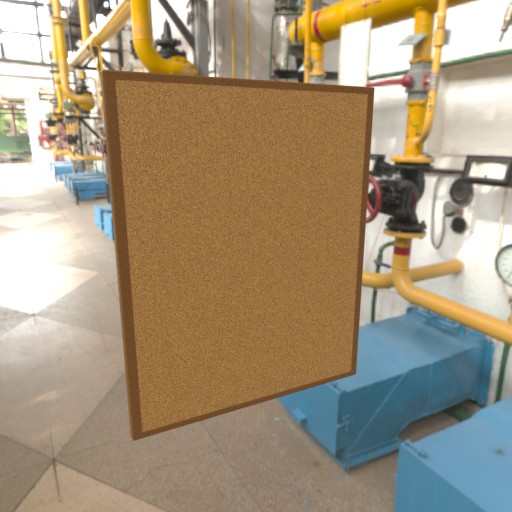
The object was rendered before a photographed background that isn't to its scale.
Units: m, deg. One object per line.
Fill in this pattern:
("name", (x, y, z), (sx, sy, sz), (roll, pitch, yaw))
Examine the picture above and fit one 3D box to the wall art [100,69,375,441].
("wall art", (0.000, 0.000, 0.741), (0.449, 0.550, 0.021), (-8, 17, -26))
